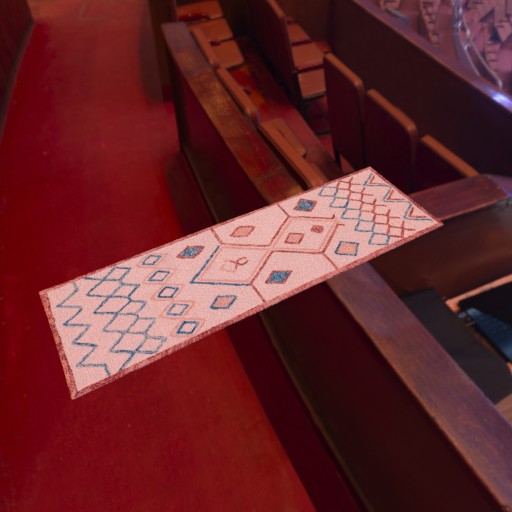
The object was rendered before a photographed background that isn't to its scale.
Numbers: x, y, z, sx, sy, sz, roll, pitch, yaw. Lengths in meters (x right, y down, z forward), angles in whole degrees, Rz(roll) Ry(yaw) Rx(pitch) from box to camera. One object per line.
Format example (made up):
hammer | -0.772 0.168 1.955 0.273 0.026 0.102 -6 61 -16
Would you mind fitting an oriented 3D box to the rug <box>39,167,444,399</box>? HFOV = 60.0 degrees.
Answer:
rug | 0.000 0.000 2.728 2.435 0.011 0.750 -23 51 -20
